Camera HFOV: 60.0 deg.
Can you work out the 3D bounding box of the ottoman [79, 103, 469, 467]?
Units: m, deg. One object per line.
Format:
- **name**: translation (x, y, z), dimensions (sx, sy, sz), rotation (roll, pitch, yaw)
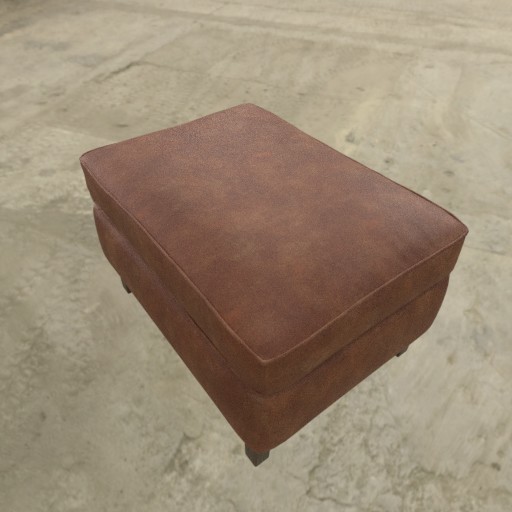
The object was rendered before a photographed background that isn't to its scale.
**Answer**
- **ottoman**: translation (0.000, 0.000, 0.959), dimensions (0.501, 0.418, 0.665), rotation (-27, 49, -26)
